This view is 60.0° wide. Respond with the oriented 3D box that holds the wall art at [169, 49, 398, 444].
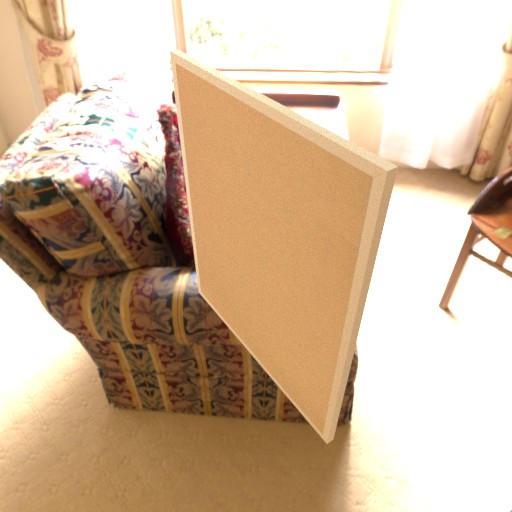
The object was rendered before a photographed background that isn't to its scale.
[{"bbox_3d":[0.000,0.000,0.623,0.013,0.456,0.382,-25,47,-26],"label":"wall art"}]
